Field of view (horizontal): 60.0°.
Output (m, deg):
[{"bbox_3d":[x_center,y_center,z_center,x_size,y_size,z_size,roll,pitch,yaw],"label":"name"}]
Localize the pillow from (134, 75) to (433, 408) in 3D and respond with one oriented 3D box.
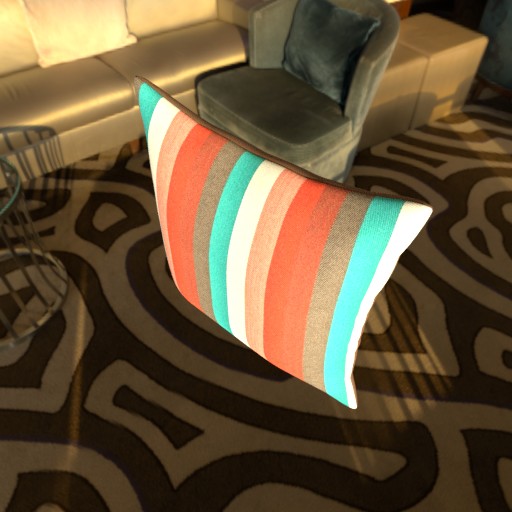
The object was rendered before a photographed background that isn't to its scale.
[{"bbox_3d":[0.000,0.000,0.689,0.453,0.443,0.168,32,54,27],"label":"pillow"}]
